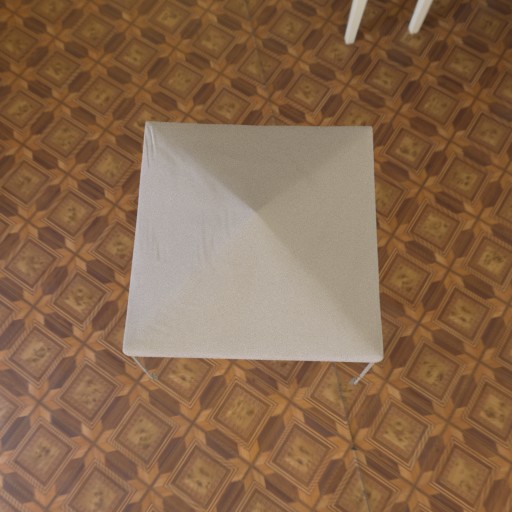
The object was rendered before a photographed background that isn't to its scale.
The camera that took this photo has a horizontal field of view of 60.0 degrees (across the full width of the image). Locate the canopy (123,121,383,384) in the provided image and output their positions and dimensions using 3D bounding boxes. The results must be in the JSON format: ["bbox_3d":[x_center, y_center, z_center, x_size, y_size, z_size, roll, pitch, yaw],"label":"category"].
[{"bbox_3d":[0.000,0.000,6.515,3.599,3.600,3.600,1,75,0],"label":"canopy"}]
